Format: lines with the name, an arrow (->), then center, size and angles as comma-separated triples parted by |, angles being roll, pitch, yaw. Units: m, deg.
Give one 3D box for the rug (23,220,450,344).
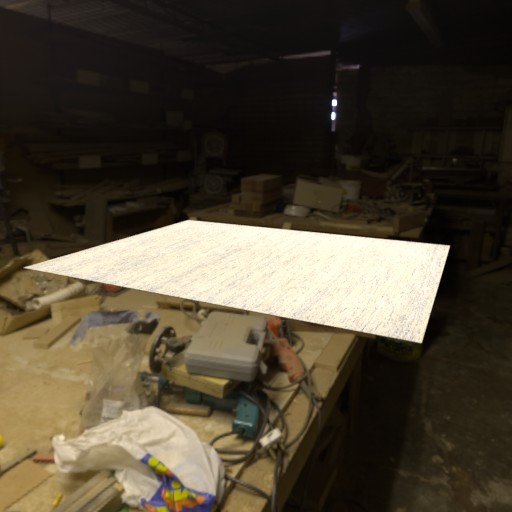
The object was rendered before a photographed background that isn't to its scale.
rug -> 0.000, 0.000, 4.133 | 3.197, 0.006, 2.438 | 7, 17, 25
